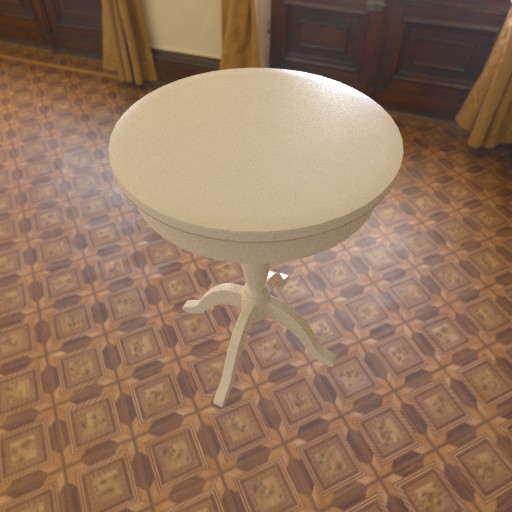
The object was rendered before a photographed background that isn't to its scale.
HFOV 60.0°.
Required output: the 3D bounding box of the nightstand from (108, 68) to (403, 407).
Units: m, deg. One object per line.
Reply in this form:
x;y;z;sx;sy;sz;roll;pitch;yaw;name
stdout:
0.000;0.000;1.028;0.513;0.653;0.513;25;52;22;nightstand
